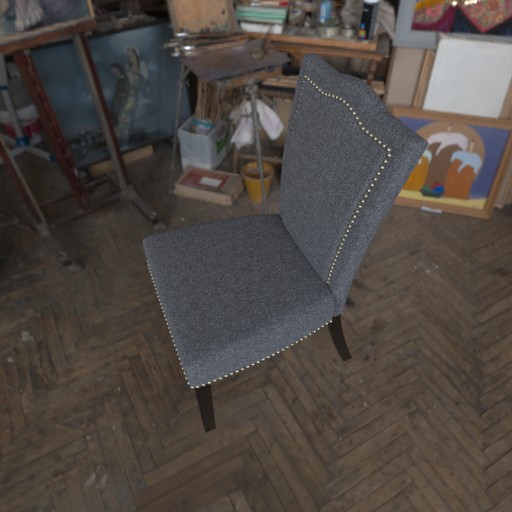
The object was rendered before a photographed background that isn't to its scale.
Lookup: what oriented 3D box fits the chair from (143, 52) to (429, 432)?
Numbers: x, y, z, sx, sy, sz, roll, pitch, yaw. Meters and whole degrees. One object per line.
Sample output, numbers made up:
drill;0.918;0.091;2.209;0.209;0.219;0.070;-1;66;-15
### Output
chair;0.000;0.000;1.287;0.589;0.946;0.518;-17;48;-16
